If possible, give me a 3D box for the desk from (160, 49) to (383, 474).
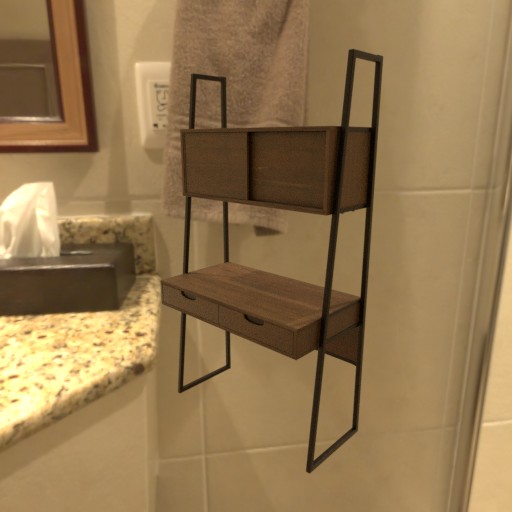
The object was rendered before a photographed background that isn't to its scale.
[{"bbox_3d":[0.000,0.000,2.224,0.982,1.809,0.515,14,20,41],"label":"desk"}]
